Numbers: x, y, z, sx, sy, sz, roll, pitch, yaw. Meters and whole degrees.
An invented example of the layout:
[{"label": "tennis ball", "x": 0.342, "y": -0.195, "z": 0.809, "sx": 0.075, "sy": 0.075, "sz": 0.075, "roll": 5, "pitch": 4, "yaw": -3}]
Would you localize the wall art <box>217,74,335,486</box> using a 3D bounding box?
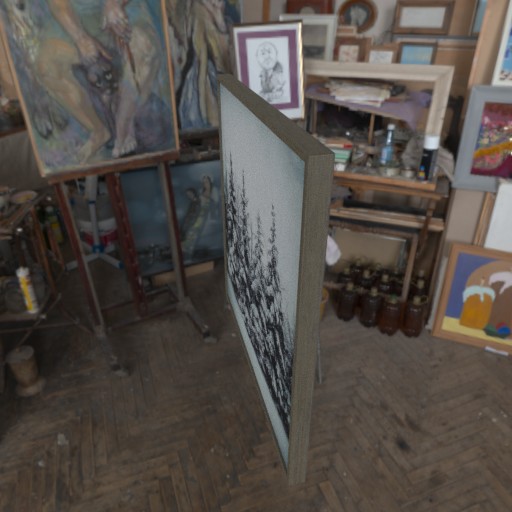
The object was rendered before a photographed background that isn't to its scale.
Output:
[{"label": "wall art", "x": 0.000, "y": 0.000, "z": 1.123, "sx": 0.039, "sy": 0.758, "sz": 0.758, "roll": -7, "pitch": 31, "yaw": -12}]
